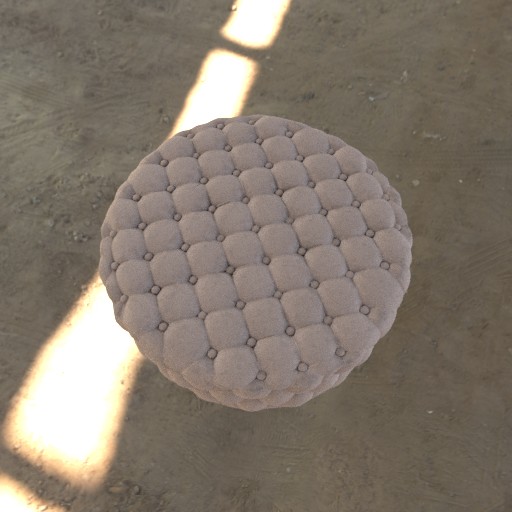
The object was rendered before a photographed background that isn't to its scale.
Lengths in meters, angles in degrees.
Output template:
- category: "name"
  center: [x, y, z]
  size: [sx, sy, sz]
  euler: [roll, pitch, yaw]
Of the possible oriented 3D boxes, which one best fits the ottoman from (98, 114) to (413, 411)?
- category: "ottoman"
  center: [0.000, 0.000, 1.538]
  size: [0.998, 0.399, 0.998]
  euler: [0, 63, 0]
